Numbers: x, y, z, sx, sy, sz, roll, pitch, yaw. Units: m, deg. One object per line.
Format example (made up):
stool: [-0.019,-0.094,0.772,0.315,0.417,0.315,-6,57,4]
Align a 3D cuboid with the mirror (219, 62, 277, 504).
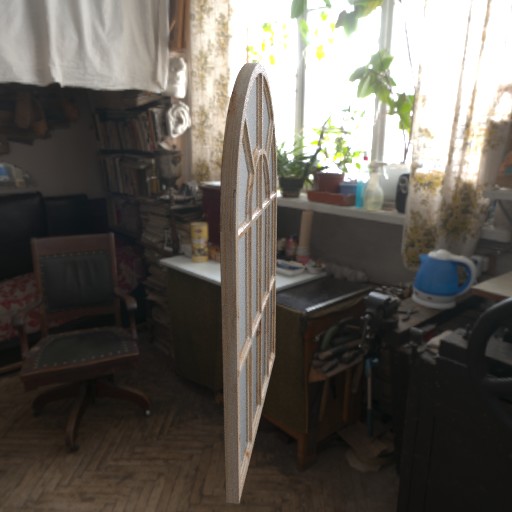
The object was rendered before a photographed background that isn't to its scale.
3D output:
mirror: [0.000,0.000,1.143,0.032,0.920,0.660,2,16,9]
